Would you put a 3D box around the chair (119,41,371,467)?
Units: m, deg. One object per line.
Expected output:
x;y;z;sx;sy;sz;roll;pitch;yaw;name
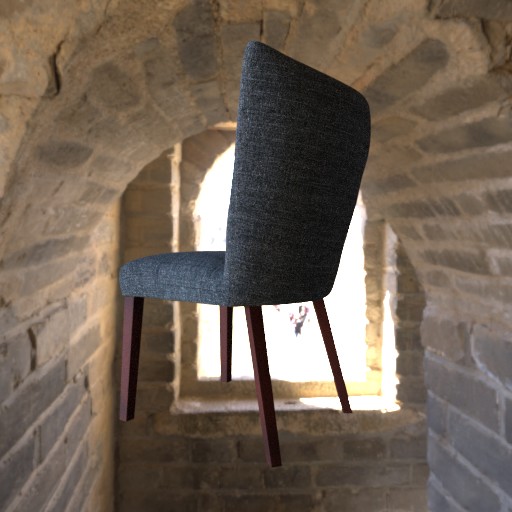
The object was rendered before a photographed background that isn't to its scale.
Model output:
0.000;0.000;1.255;0.623;0.924;0.535;1;1;36;chair
